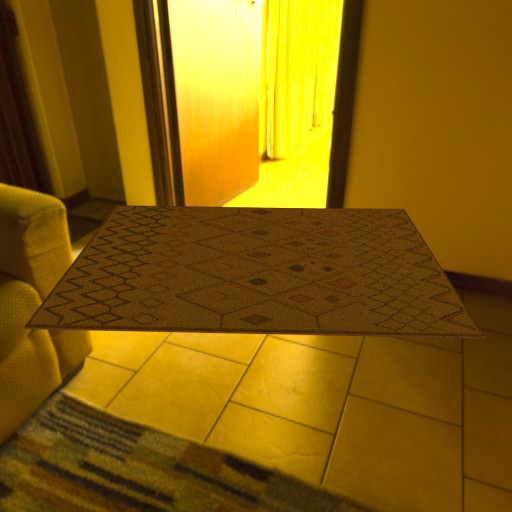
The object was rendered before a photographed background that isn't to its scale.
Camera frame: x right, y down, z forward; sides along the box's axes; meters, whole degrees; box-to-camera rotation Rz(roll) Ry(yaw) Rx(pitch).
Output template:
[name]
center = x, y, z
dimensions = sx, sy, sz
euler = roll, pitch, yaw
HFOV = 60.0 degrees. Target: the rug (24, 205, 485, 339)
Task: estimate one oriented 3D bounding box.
[rug]
center = 0.000, 0.000, 2.282
dimensions = 1.829, 0.016, 1.219
euler = 1, 30, 2
